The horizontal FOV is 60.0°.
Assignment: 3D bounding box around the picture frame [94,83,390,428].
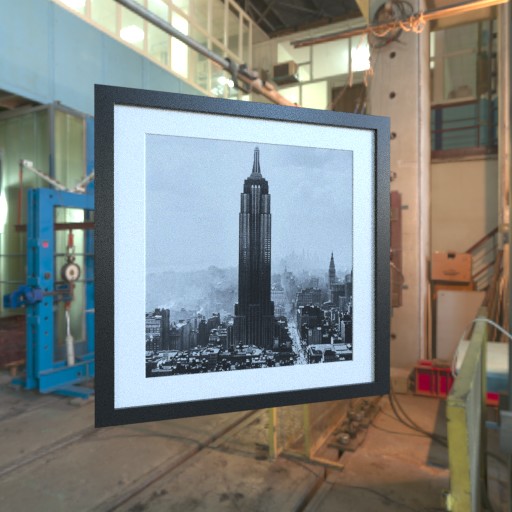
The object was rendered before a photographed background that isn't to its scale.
[{"bbox_3d":[0.000,0.000,0.817,0.559,0.557,0.029,0,0,-18],"label":"picture frame"}]
